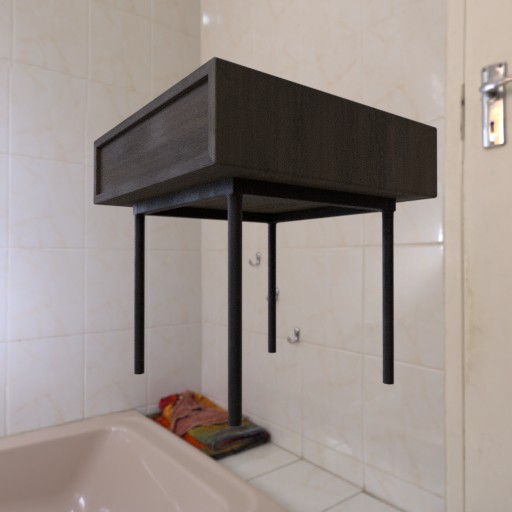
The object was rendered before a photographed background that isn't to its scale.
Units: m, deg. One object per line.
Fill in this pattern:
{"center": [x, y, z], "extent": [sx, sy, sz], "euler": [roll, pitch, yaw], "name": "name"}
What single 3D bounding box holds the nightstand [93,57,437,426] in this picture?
{"center": [0.000, 0.000, 0.905], "extent": [0.503, 0.497, 0.502], "euler": [0, -1, -37], "name": "nightstand"}
